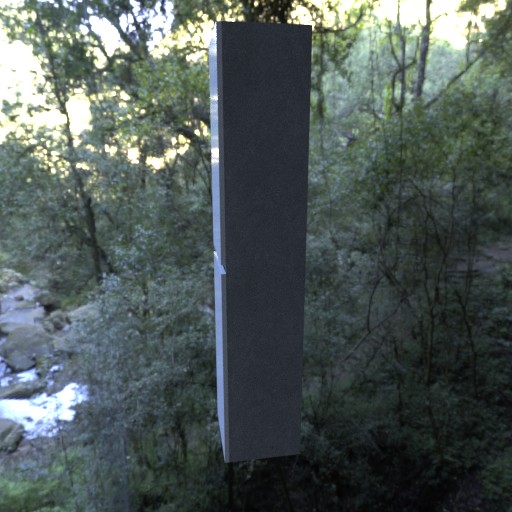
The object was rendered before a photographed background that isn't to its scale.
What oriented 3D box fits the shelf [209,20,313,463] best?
[{"bbox_3d":[0.000,0.000,1.535,0.270,1.400,0.300,-2,15,-9],"label":"shelf"}]
